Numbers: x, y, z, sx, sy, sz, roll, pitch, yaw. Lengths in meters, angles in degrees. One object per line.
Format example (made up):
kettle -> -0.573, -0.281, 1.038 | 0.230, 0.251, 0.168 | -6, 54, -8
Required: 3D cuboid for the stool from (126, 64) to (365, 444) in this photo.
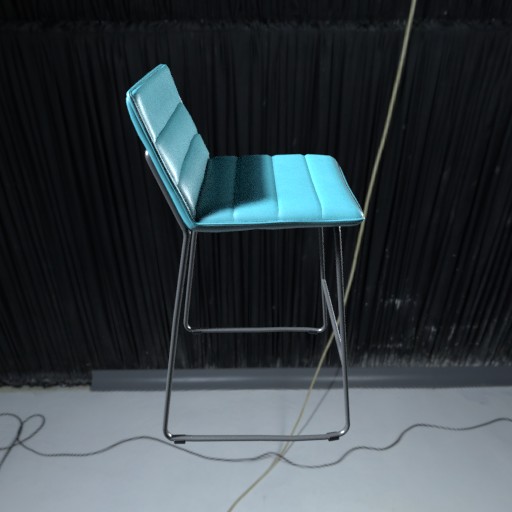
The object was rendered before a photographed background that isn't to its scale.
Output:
stool -> 0.000, 0.000, 1.215 | 0.524, 0.936, 0.489 | 0, 31, -1
